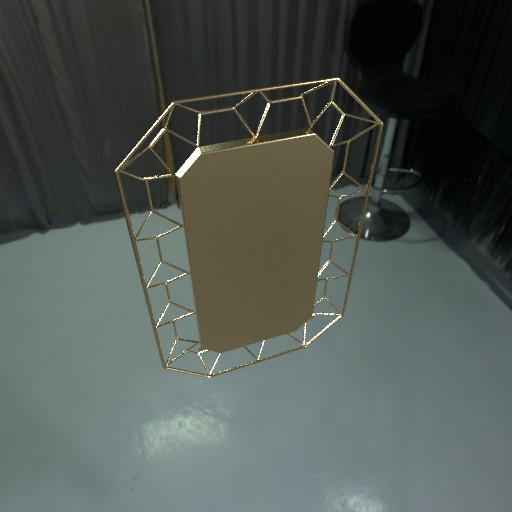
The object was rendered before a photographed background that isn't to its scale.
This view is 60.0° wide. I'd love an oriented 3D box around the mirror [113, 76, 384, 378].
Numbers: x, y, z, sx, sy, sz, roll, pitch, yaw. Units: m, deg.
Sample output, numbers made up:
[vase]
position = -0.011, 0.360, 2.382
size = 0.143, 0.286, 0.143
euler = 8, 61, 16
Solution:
[mirror]
position = 0.000, 0.000, 1.116
size = 0.572, 0.870, 0.051
euler = -14, 44, -15
